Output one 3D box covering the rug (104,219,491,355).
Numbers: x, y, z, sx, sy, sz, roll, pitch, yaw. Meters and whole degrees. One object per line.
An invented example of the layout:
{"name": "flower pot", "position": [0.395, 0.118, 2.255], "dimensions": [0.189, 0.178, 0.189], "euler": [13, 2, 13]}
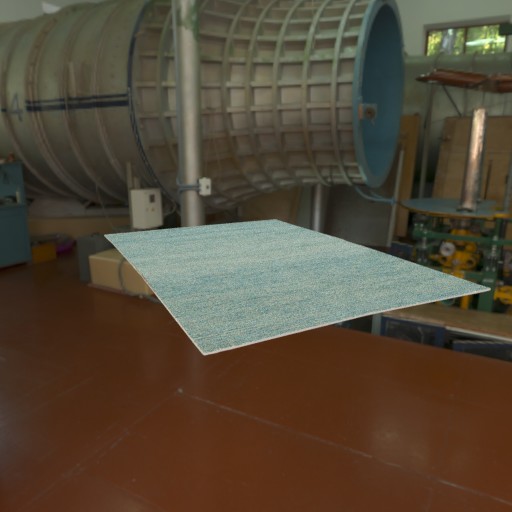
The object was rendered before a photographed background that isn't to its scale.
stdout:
{"name": "rug", "position": [0.000, 0.000, 2.944], "dimensions": [1.593, 0.029, 2.305], "euler": [-7, 16, -26]}
